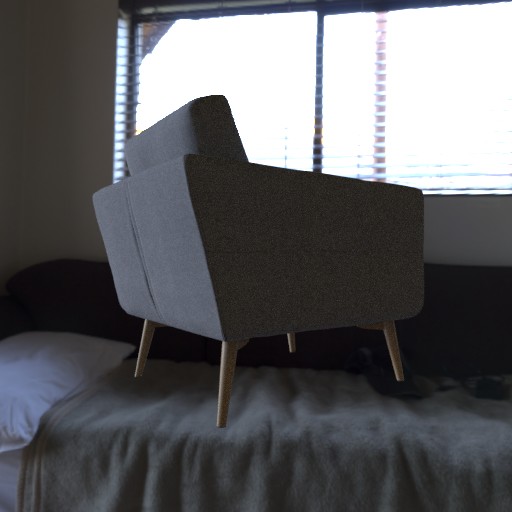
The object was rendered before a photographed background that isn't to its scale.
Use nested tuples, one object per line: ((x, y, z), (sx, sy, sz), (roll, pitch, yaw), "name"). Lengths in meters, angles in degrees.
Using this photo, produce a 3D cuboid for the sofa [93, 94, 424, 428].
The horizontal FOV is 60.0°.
((0.000, 0.000, 1.535), (0.920, 0.860, 0.770), (0, -1, -35), "sofa")
